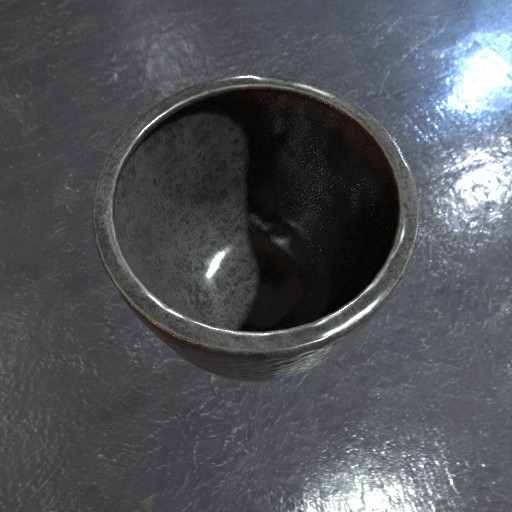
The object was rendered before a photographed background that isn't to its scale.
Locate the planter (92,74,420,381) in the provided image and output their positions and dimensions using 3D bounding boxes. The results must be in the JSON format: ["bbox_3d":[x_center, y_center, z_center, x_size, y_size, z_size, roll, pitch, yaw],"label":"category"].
[{"bbox_3d":[0.000,0.000,0.246,0.140,0.129,0.140,0,65,0],"label":"planter"}]
